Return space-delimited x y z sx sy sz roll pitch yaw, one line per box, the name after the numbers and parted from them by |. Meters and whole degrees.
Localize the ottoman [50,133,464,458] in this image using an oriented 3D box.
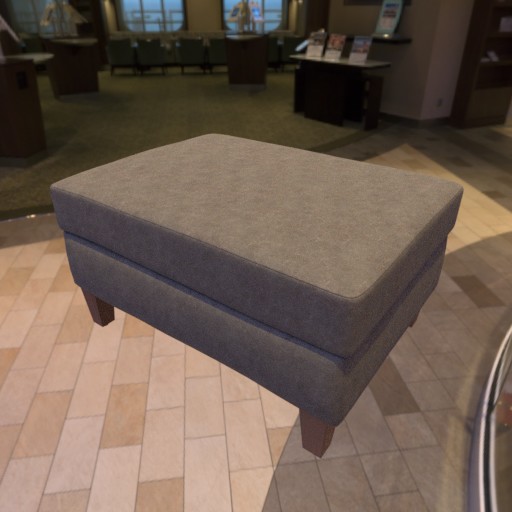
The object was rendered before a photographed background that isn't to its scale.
0.000 0.000 1.193 0.839 0.464 0.639 20 35 31 | ottoman
